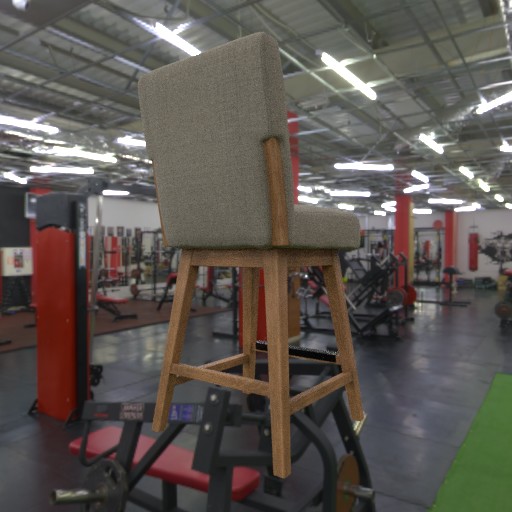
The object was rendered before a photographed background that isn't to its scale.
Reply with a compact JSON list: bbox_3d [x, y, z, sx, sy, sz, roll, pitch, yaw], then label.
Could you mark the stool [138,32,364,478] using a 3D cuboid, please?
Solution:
[{"bbox_3d":[0.000,0.000,1.300,0.459,1.010,0.526,1,1,37],"label":"stool"}]
